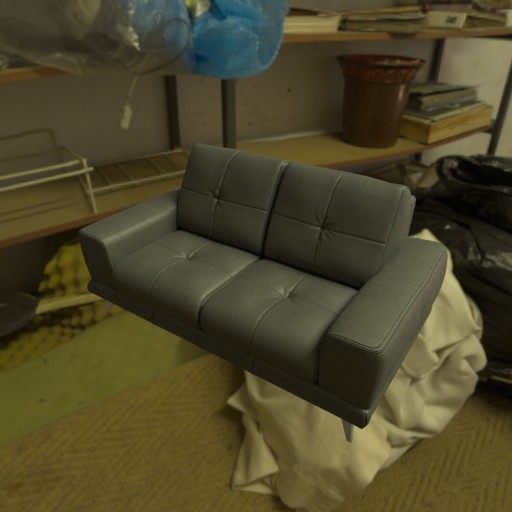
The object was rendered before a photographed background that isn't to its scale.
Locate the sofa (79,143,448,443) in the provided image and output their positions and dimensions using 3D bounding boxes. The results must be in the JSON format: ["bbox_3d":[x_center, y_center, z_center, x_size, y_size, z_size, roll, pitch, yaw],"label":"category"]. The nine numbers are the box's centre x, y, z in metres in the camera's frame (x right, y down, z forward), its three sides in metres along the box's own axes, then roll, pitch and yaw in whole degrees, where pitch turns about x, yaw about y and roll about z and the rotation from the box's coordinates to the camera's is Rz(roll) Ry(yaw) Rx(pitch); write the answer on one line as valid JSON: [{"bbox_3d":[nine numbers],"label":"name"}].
[{"bbox_3d":[0.000,0.000,2.426,1.806,0.907,1.018,19,35,29],"label":"sofa"}]
